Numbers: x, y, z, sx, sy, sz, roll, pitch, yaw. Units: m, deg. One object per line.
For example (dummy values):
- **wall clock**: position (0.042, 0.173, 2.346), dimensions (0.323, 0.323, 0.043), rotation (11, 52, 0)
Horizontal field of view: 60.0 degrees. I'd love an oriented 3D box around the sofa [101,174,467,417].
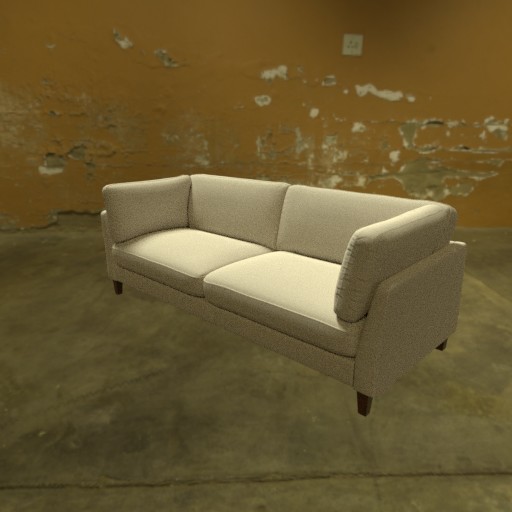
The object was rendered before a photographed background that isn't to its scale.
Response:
- **sofa**: position (0.000, 0.000, 2.832), dimensions (2.301, 0.863, 0.957), rotation (15, 22, 42)
